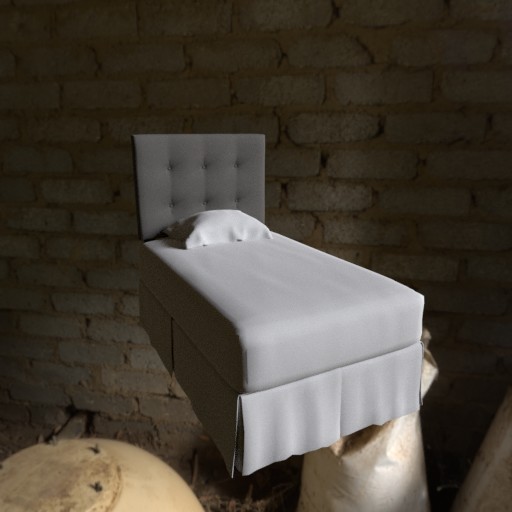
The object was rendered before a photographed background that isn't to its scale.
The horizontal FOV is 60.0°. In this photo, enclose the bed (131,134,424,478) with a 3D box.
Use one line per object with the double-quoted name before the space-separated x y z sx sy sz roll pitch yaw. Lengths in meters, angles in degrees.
"bed" 0.000 0.000 2.991 1.261 1.571 1.997 -8 18 -26
